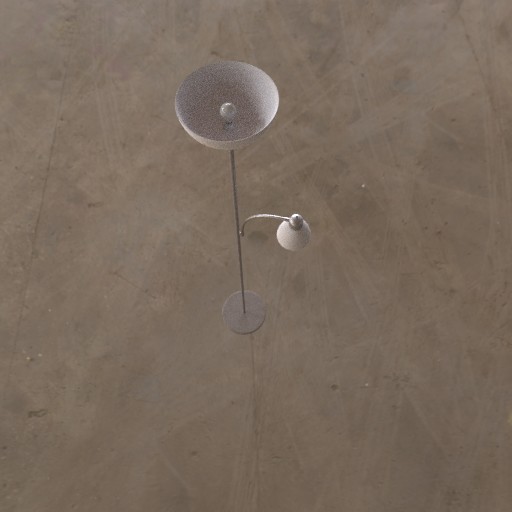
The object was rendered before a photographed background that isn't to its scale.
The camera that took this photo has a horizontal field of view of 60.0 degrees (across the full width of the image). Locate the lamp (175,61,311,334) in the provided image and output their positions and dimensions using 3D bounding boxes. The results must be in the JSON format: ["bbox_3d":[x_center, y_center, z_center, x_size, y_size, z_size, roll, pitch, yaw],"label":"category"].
[{"bbox_3d":[0.000,0.000,1.938,0.425,1.804,0.279,16,66,7],"label":"lamp"}]
